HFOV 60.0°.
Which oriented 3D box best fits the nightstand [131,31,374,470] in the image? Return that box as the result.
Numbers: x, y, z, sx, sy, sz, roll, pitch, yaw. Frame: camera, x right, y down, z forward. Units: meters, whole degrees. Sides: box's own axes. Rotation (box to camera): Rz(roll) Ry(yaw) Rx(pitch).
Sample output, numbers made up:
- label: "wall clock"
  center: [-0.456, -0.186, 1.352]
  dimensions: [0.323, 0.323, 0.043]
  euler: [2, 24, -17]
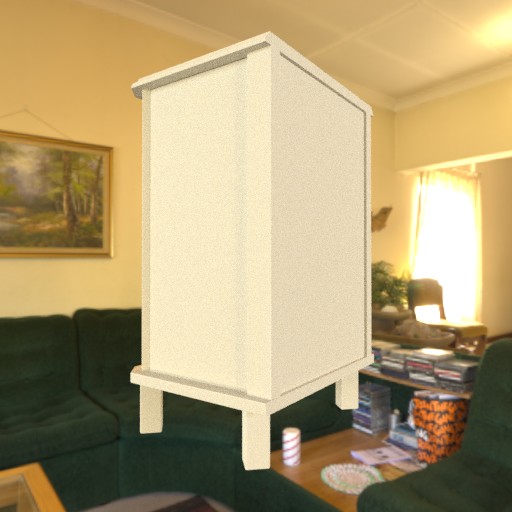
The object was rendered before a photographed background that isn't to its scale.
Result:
- label: "nightstand"
  center: [0.000, 0.000, 0.942]
  dimensions: [0.351, 0.681, 0.435]
  euler: [0, -1, 36]
